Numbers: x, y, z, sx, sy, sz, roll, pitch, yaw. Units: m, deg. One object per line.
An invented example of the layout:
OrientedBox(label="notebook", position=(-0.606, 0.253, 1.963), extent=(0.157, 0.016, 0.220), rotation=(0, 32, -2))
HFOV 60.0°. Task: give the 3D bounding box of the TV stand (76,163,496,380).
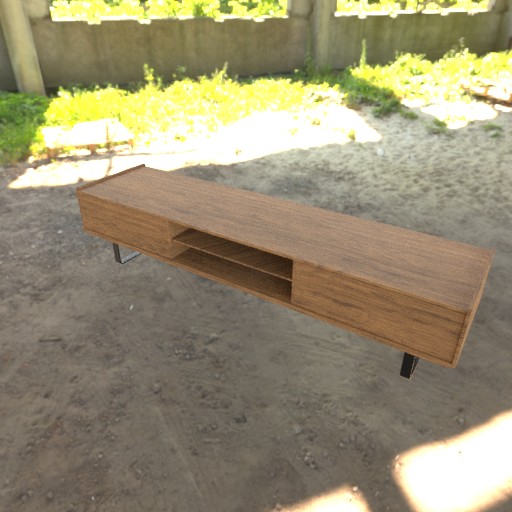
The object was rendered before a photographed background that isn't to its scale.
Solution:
OrientedBox(label="TV stand", position=(0.000, 0.000, 1.980), extent=(1.796, 0.415, 0.467), rotation=(18, 34, 28))
